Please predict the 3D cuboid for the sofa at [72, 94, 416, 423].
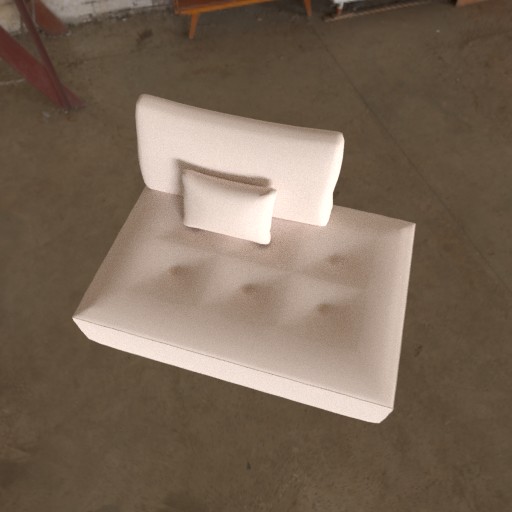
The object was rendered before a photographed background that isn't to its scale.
[{"bbox_3d":[0.000,0.000,2.076,1.450,0.820,1.000,14,59,9],"label":"sofa"}]
